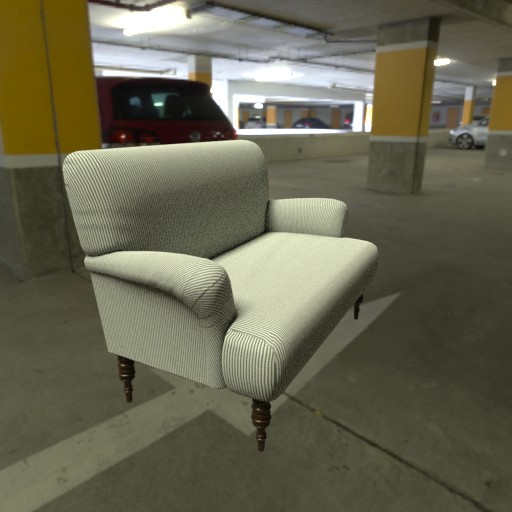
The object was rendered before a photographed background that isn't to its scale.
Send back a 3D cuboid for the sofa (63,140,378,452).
[{"bbox_3d":[0.000,0.000,1.840,0.779,0.889,1.297,9,19,26],"label":"sofa"}]
